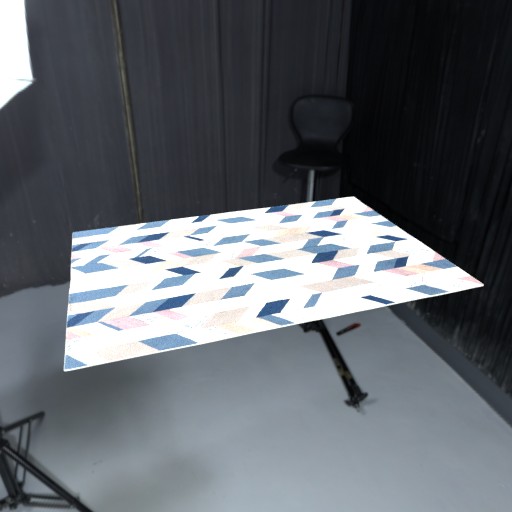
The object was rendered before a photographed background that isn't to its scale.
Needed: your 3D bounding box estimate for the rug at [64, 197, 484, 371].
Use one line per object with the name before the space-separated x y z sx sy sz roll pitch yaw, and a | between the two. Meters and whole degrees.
rug | 0.000 0.000 2.288 1.813 0.006 1.202 -9 30 -16
